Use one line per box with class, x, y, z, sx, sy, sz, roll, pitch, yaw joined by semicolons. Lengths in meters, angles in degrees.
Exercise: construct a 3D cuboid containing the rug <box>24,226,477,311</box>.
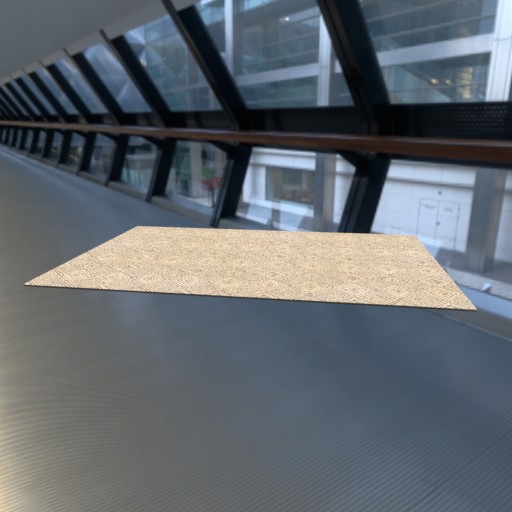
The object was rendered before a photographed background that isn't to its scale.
rug;0.000;0.000;2.274;1.783;0.008;1.175;2;16;8
